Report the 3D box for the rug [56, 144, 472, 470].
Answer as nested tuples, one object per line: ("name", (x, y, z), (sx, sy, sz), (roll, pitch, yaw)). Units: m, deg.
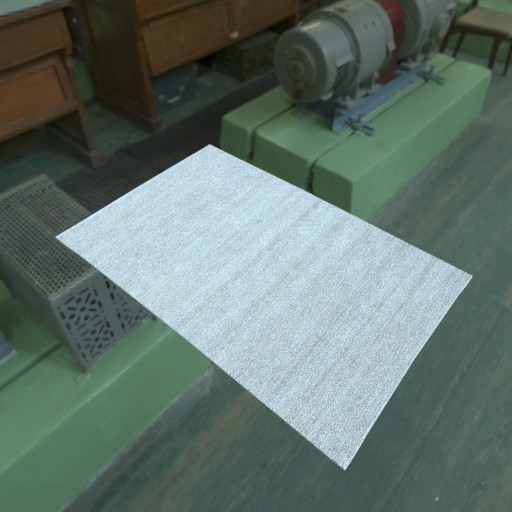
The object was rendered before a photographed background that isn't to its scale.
("rug", (0.000, 0.000, 2.271), (1.820, 0.022, 1.179), (32, 54, 26))
